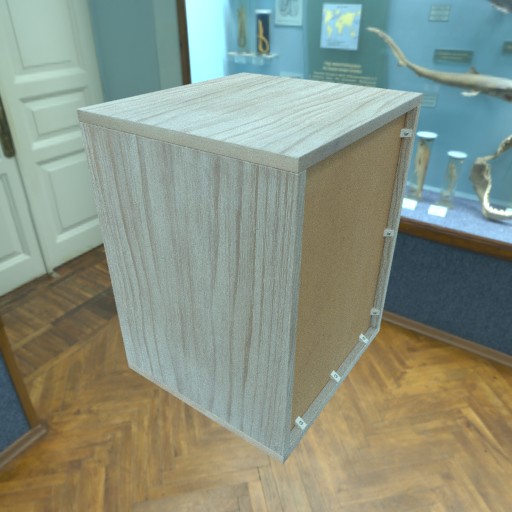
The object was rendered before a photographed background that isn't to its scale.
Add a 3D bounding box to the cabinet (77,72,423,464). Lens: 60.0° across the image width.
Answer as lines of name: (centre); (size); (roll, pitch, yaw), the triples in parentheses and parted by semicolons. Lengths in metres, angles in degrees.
cabinet: (0.000, 0.000, 0.852); (0.401, 0.579, 0.409); (20, 36, 30)
